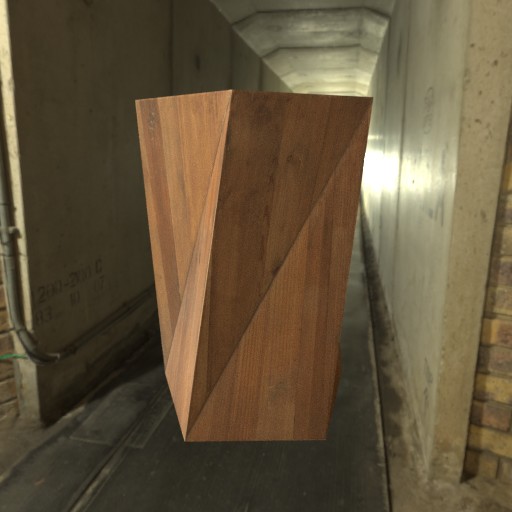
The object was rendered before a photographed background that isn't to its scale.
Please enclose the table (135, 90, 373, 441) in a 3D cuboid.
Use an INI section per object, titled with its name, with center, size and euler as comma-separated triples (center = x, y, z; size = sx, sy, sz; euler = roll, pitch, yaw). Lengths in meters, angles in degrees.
[table]
center = 0.000, 0.000, 0.914
size = 0.425, 0.604, 0.441
euler = -7, 17, -25
